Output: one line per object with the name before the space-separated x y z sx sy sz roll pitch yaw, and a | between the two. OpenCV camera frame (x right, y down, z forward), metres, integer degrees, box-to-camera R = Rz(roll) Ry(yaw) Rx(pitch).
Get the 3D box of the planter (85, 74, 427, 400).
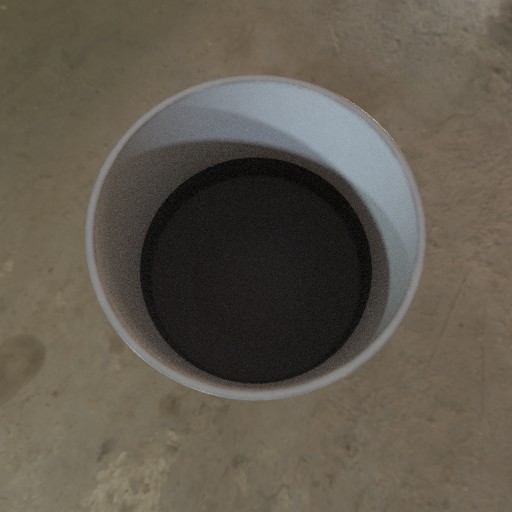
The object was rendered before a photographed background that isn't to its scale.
planter | 0.000 0.000 0.218 0.128 0.105 0.128 0 76 0
